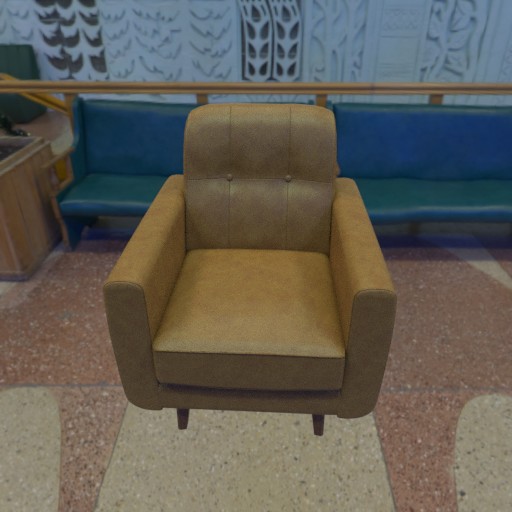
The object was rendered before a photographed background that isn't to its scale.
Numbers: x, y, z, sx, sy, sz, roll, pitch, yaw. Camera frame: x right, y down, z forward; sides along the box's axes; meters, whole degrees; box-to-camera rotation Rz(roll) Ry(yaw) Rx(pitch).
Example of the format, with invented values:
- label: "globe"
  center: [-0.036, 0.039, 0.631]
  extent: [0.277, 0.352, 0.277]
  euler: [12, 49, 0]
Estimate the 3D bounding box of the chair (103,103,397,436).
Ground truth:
- label: "chair"
  center: [0.000, 0.000, 1.684]
  extent: [0.845, 0.968, 0.942]
  euler: [2, 31, 3]
